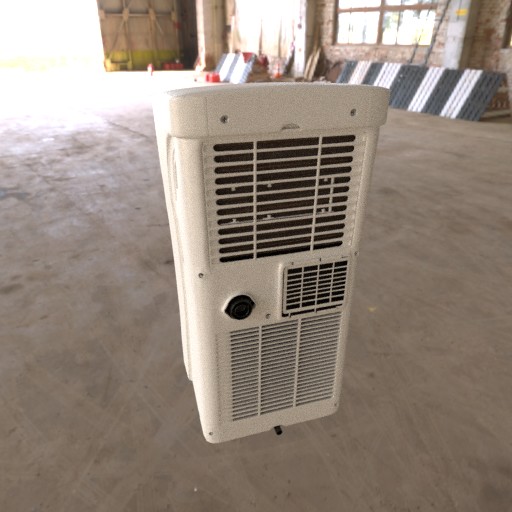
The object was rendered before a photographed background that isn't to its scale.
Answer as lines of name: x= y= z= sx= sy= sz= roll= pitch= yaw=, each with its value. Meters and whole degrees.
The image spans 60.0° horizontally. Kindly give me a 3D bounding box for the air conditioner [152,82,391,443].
air conditioner: x=0.000 y=0.000 z=0.945 sx=0.352 sy=0.716 sz=0.369 roll=-8 pitch=28 yaw=-15
